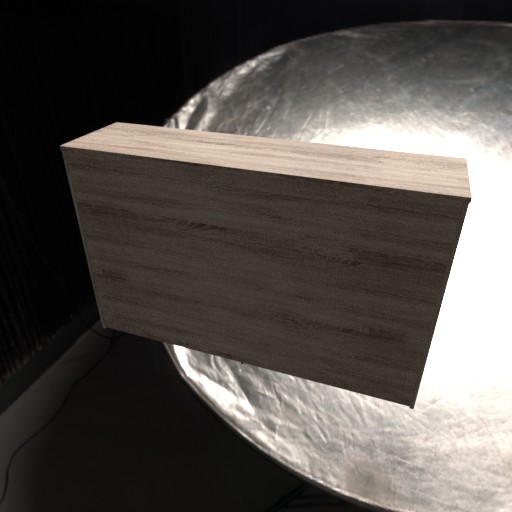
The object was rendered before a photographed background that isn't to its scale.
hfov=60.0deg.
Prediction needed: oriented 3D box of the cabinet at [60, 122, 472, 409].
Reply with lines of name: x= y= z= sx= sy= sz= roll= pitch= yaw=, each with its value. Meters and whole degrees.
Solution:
cabinet: x=0.000 y=0.000 z=1.863 sx=1.450 sy=0.900 sz=0.380 roll=11 pitch=33 yaw=17
